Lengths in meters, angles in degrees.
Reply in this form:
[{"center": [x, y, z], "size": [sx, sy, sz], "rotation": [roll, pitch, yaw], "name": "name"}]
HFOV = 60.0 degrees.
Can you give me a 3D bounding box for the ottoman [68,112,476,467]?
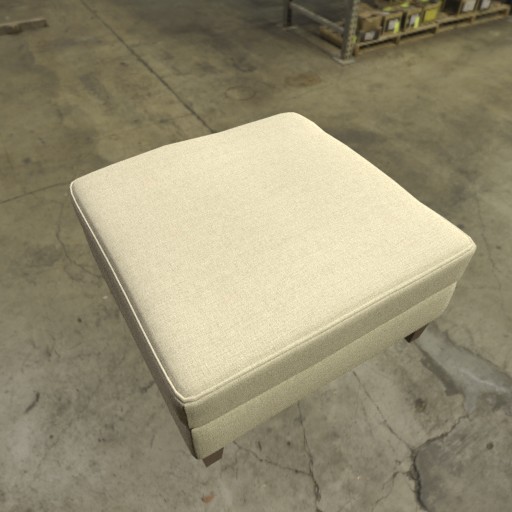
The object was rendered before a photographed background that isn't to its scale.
[{"center": [0.000, 0.000, 1.337], "size": [0.838, 0.478, 0.838], "rotation": [-24, 51, -21], "name": "ottoman"}]
